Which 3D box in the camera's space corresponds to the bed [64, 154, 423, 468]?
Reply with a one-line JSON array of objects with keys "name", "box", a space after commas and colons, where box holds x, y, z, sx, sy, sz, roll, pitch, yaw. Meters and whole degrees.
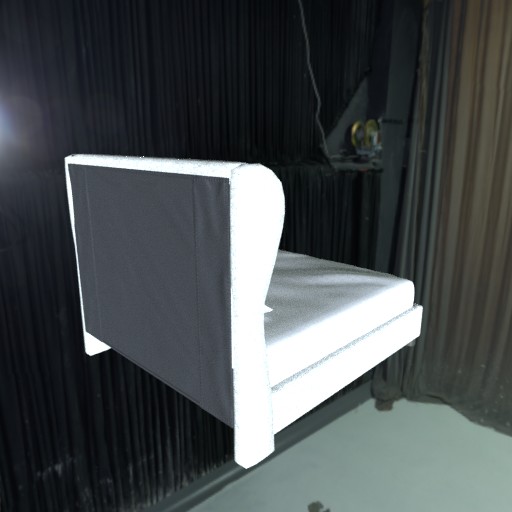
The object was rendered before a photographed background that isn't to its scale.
[{"name": "bed", "box": [0.000, 0.000, 3.920, 2.219, 1.771, 2.347, 14, 21, 43]}]
